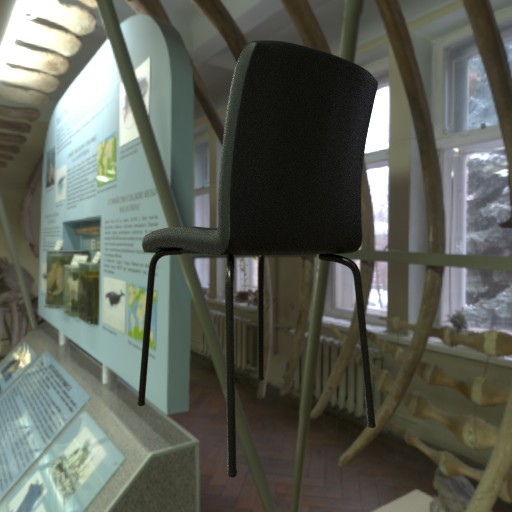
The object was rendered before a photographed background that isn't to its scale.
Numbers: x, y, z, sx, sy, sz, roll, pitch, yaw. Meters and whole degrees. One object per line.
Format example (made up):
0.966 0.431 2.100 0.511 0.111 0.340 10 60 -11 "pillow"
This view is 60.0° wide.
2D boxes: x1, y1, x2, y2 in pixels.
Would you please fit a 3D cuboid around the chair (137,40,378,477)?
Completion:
0.000 0.000 1.177 0.450 0.872 0.572 -1 1 -35 "chair"
